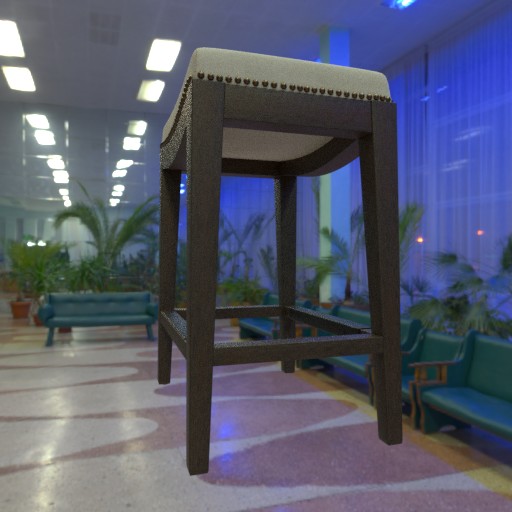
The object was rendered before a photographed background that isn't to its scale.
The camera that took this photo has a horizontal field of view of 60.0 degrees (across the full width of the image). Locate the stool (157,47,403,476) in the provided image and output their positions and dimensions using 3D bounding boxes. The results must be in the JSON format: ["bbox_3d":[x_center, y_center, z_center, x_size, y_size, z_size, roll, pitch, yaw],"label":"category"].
[{"bbox_3d":[0.000,0.000,0.929,0.361,0.642,0.500,0,0,-18],"label":"stool"}]
